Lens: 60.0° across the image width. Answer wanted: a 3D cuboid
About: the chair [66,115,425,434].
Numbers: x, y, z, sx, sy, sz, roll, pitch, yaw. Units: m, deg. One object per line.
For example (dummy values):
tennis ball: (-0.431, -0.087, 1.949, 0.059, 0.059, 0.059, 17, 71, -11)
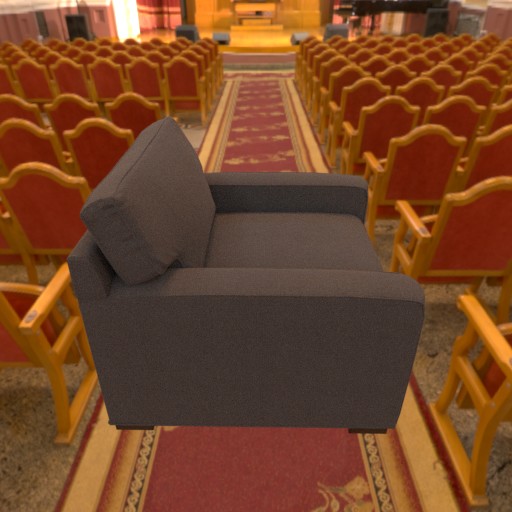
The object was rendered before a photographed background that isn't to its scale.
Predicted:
chair: (0.000, 0.000, 1.782, 1.043, 0.913, 0.997, 0, 32, 1)
